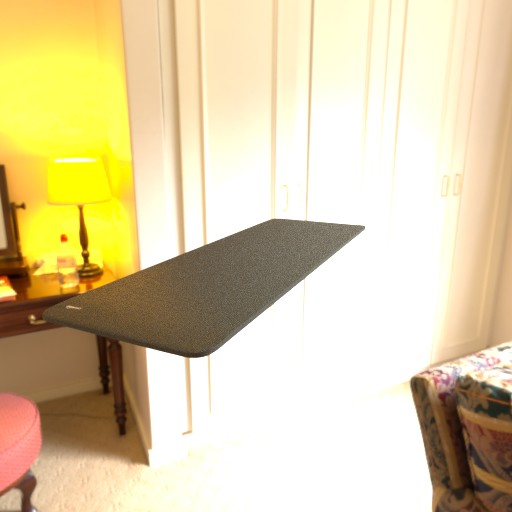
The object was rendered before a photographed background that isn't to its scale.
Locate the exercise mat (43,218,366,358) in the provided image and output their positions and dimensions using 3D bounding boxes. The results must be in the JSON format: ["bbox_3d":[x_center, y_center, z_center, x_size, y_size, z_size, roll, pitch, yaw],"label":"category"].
[{"bbox_3d":[0.000,0.000,2.038,0.616,0.021,1.869,7,17,25],"label":"exercise mat"}]
